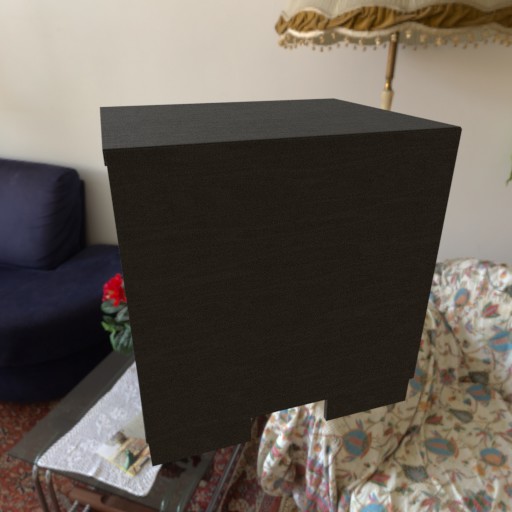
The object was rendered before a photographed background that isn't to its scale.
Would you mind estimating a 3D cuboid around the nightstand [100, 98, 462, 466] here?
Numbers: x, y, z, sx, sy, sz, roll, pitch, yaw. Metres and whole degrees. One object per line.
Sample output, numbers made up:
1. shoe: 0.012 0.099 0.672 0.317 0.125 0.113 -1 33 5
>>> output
1. nightstand: 0.000 0.000 0.734 0.427 0.448 0.347 -8 27 -16
